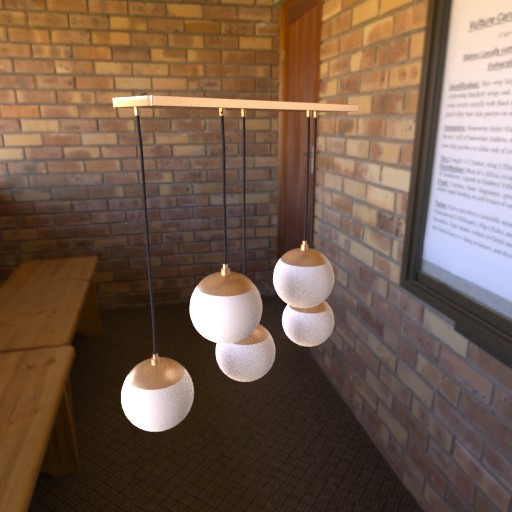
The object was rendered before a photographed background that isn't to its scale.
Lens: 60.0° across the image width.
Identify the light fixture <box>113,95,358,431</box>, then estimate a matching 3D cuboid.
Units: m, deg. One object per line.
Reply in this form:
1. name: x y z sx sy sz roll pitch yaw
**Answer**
1. light fixture: 0.000 0.000 1.324 0.299 0.869 0.863 16 23 42
